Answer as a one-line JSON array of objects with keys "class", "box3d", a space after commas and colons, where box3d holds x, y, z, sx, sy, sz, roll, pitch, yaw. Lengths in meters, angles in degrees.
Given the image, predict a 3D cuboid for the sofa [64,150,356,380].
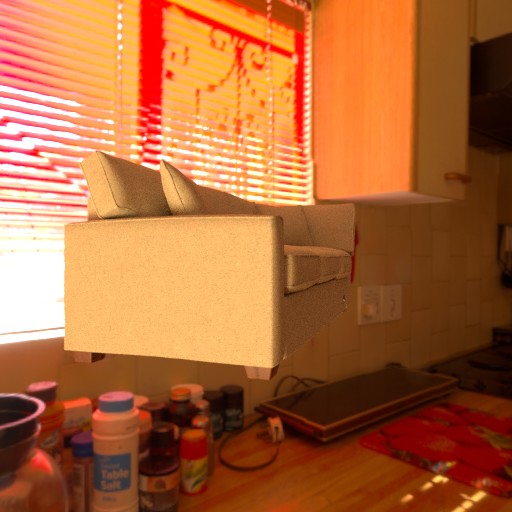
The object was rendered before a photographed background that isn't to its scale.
[{"class": "sofa", "box3d": [0.000, 0.000, 2.912, 1.061, 0.962, 2.317, 0, 0, 19]}]
